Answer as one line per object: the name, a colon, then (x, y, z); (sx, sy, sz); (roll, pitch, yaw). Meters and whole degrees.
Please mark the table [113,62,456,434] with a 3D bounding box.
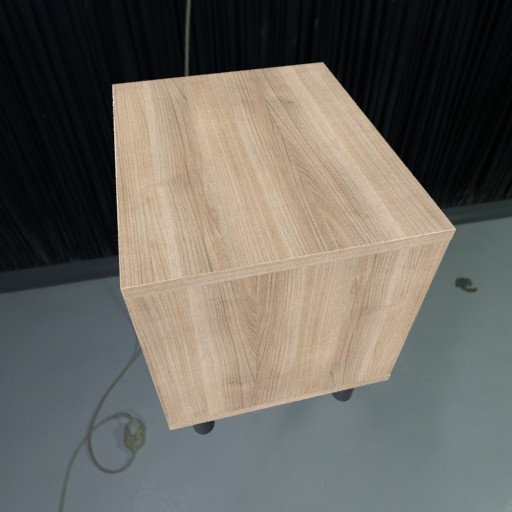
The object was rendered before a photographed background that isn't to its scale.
table: (0.000, 0.000, 0.780); (0.380, 0.460, 0.445); (-10, 48, -9)
